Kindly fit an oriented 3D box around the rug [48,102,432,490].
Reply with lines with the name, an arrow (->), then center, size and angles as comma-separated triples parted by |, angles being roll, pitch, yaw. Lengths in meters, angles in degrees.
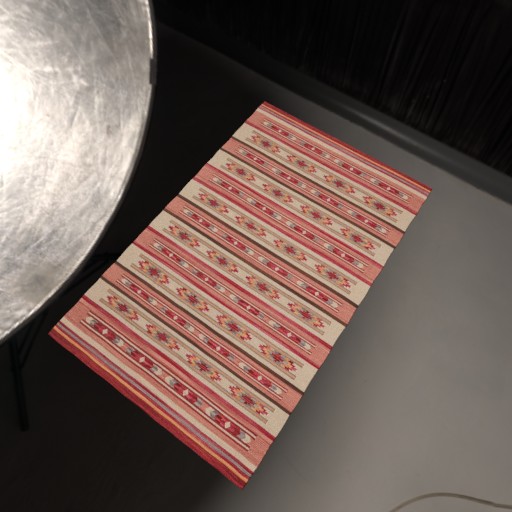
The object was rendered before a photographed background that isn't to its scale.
rug -> 0.000, 0.000, 3.066 | 1.535, 0.010, 2.431 | 32, 68, 15
